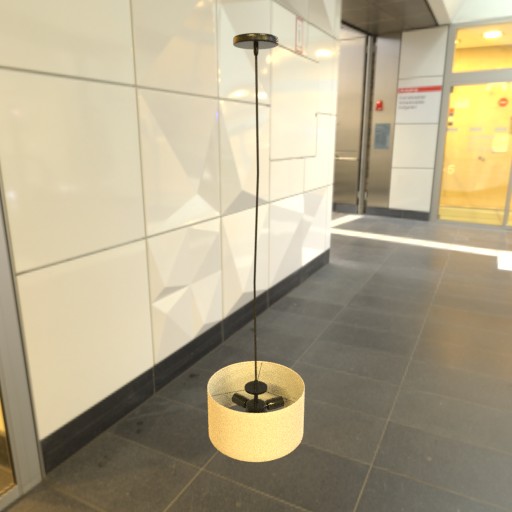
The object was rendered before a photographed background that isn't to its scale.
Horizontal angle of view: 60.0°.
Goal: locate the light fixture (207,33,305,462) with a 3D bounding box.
[{"bbox_3d":[0.000,0.000,1.684,0.399,1.516,0.399,0,15,0],"label":"light fixture"}]
